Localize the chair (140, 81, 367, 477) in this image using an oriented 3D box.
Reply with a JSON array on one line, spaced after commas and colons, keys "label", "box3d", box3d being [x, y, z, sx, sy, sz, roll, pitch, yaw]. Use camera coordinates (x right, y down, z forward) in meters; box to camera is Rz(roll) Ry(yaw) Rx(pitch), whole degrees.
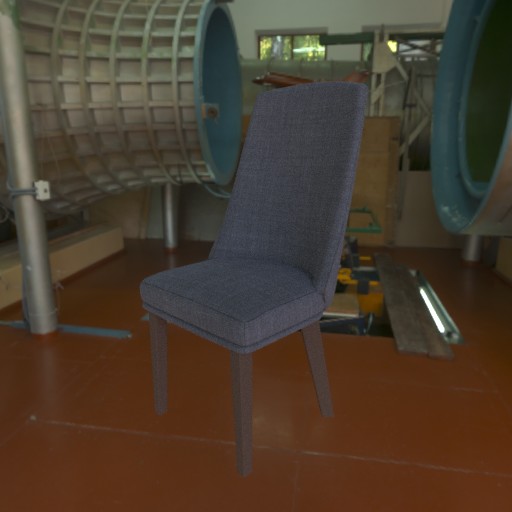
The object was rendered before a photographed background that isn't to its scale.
[{"label": "chair", "box3d": [0.000, 0.000, 1.369, 0.510, 1.050, 0.577, 14, 20, 42]}]
